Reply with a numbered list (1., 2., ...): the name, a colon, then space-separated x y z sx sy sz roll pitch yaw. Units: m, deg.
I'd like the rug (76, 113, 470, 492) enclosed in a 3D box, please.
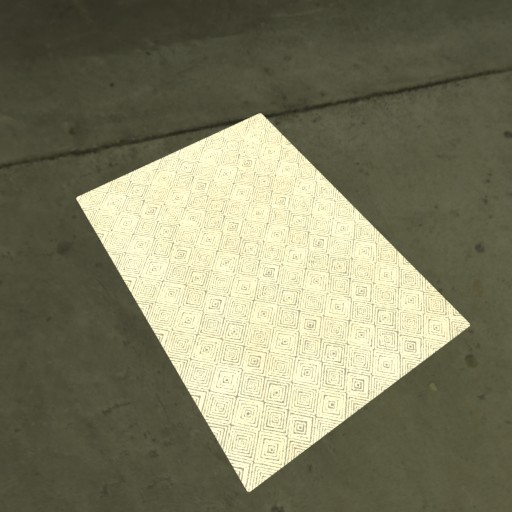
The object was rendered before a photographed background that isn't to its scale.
1. rug: 0.000 0.000 2.907 1.593 0.008 2.238 -30 63 -17
